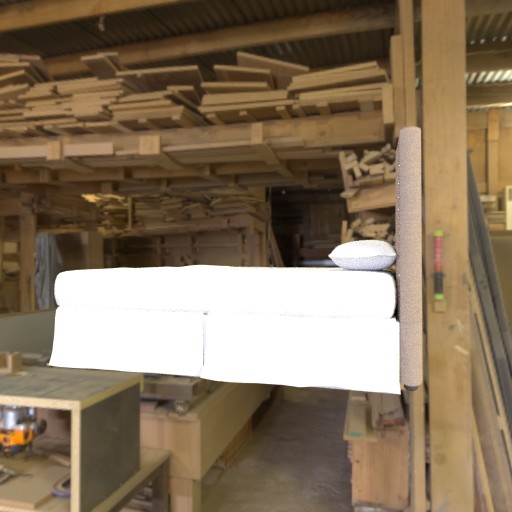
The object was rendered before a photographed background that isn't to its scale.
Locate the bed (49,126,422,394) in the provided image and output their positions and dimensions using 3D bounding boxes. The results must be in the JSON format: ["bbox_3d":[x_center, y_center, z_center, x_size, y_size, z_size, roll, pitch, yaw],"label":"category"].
[{"bbox_3d":[0.000,0.000,3.362,2.282,1.436,1.821,0,-1,18],"label":"bed"}]
